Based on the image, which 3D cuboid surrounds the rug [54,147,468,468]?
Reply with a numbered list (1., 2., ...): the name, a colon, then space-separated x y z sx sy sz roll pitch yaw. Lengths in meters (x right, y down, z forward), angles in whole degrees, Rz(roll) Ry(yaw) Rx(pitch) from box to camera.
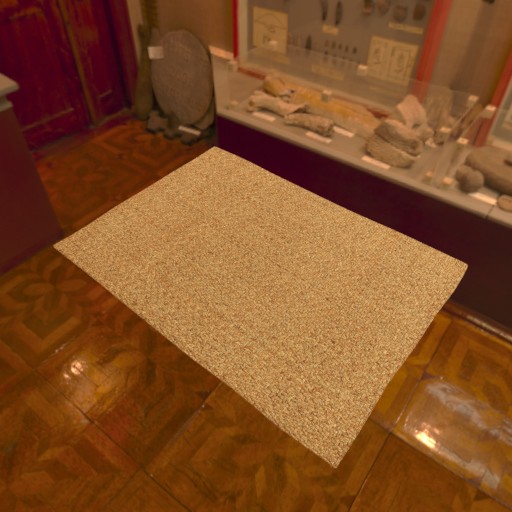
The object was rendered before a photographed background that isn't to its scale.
1. rug: 0.000 0.000 2.767 2.141 0.013 1.566 30 52 26
